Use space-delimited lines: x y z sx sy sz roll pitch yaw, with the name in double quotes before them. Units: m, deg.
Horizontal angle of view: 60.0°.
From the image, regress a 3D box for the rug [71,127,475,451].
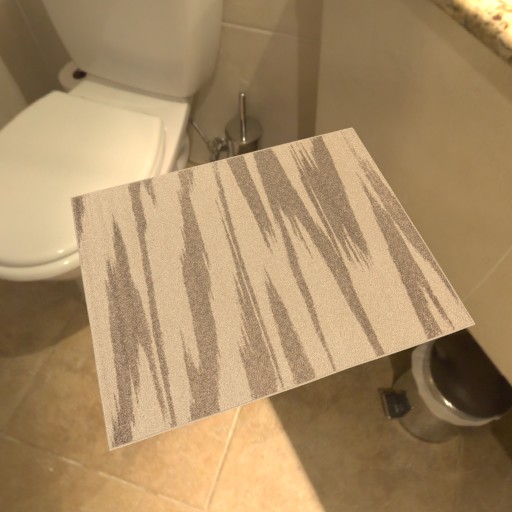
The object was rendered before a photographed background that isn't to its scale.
"rug" 0.000 0.000 3.887 2.945 0.014 2.353 -16 61 -9
